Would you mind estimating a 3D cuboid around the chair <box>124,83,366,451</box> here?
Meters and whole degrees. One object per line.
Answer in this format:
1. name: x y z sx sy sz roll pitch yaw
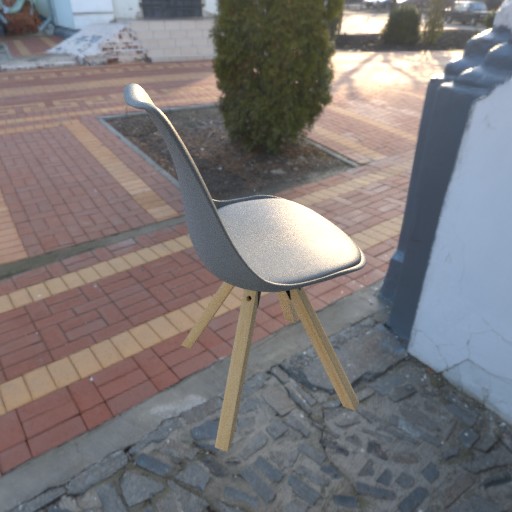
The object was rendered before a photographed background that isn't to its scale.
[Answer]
1. chair: 0.000 0.000 1.162 0.549 0.850 0.485 -11 32 -17
